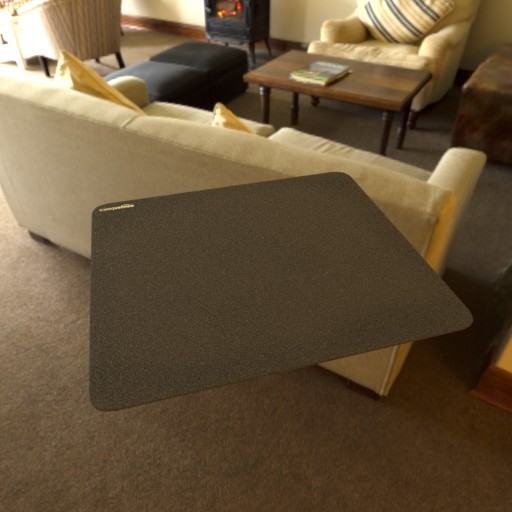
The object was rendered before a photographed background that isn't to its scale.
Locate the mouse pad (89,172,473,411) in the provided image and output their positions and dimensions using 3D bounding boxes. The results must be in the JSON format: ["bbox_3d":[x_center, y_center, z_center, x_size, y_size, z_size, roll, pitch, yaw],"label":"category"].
[{"bbox_3d":[0.000,0.000,0.628,0.451,0.002,0.393,-10,41,-12],"label":"mouse pad"}]
